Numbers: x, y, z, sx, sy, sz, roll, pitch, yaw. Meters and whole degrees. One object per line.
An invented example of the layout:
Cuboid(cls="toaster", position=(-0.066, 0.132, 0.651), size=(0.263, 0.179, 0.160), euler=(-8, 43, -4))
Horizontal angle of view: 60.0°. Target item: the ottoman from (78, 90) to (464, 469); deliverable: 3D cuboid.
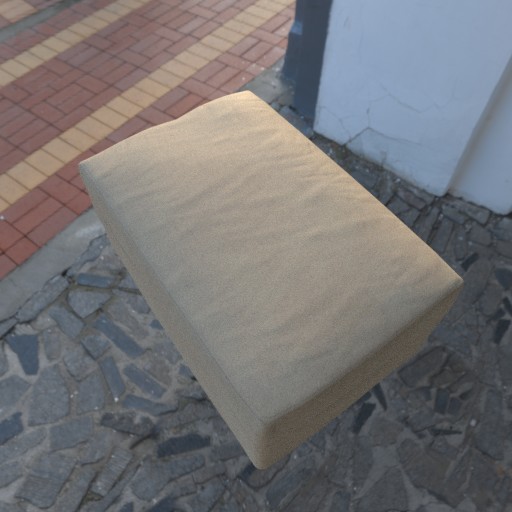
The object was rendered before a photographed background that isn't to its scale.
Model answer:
Cuboid(cls="ottoman", position=(0.000, 0.000, 1.210), size=(0.590, 0.444, 0.872), euler=(-31, 61, -19))
